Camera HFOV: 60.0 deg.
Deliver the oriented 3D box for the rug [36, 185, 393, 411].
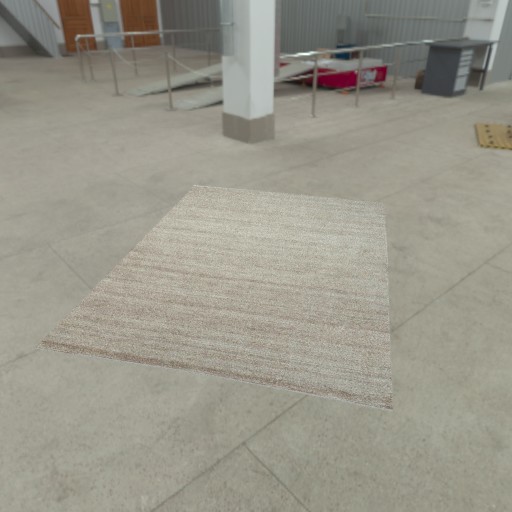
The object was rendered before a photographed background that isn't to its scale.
[{"bbox_3d":[0.000,0.000,4.210,2.434,0.045,3.202,7,31,12],"label":"rug"}]
